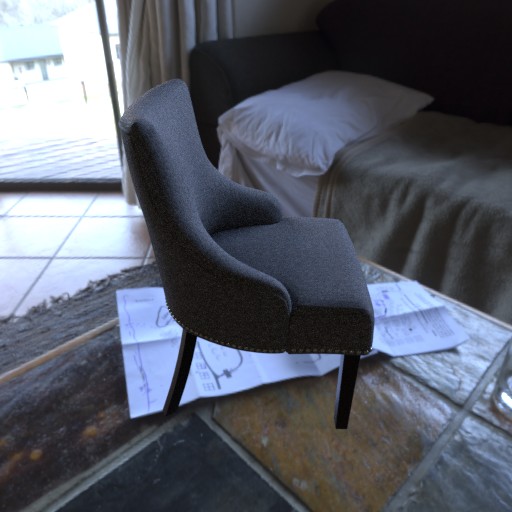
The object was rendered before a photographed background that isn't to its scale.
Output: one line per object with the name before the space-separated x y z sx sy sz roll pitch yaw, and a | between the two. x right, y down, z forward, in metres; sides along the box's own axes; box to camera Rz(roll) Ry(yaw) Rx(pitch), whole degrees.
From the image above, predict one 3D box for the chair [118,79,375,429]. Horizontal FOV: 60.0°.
chair | 0.000 0.000 1.310 0.629 0.909 0.566 0 31 1
